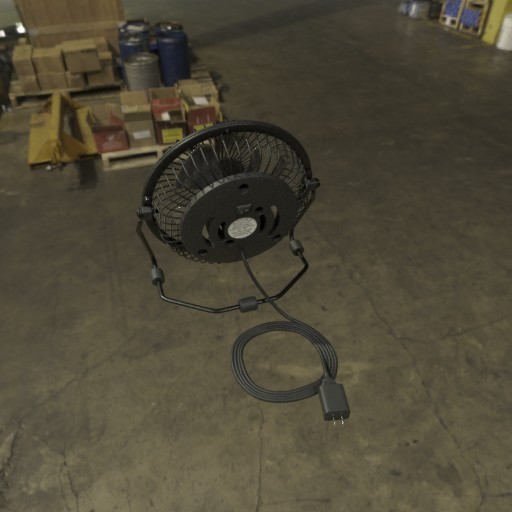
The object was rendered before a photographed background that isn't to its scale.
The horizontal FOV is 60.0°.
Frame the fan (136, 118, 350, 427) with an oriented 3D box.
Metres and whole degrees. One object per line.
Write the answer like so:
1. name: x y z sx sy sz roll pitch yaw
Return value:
1. fan: 0.000 0.000 0.309 0.153 0.152 0.202 -12 41 -14
